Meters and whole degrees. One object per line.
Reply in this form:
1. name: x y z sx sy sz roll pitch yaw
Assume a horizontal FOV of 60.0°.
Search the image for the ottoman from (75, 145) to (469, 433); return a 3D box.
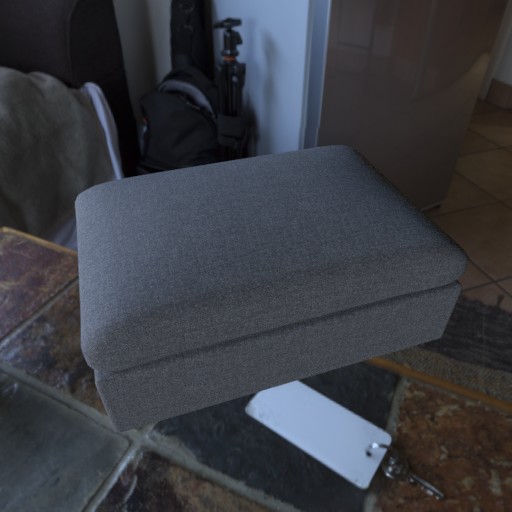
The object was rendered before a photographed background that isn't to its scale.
1. ottoman: 0.000 0.000 1.427 1.041 0.483 0.711 -12 42 -14
